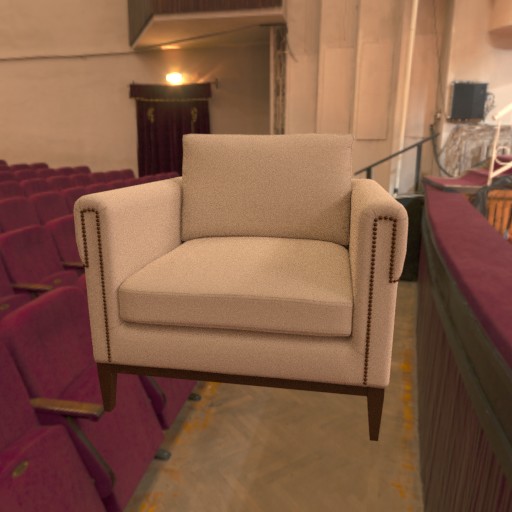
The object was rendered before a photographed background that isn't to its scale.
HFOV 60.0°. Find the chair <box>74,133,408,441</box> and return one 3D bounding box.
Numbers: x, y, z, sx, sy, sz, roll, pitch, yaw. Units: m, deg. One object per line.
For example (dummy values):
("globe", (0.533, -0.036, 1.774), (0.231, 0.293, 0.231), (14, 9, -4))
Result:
("chair", (0.000, 0.000, 1.693), (0.982, 0.915, 0.896), (2, 14, 10))
